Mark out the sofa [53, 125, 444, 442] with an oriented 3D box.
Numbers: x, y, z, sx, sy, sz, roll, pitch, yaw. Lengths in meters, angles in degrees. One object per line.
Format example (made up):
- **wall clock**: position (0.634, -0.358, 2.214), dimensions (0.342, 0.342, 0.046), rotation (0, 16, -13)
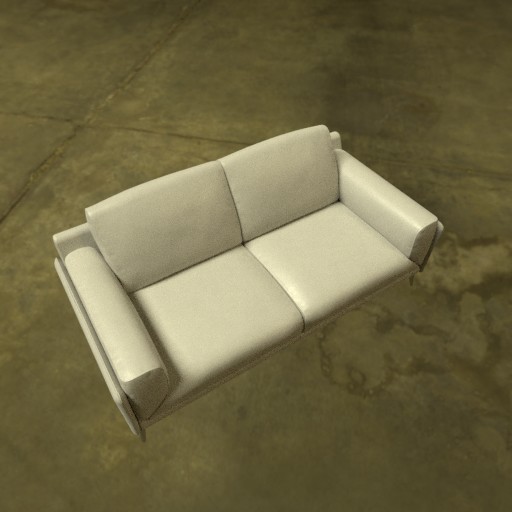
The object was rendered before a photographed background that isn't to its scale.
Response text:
- **sofa**: position (0.000, 0.000, 2.692), dimensions (2.101, 0.930, 1.049), rotation (-25, 51, -22)
